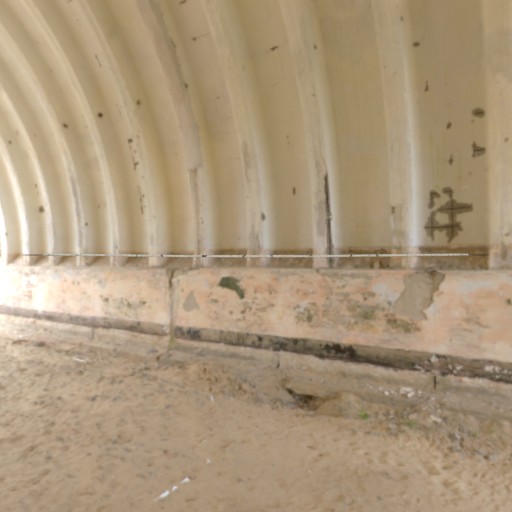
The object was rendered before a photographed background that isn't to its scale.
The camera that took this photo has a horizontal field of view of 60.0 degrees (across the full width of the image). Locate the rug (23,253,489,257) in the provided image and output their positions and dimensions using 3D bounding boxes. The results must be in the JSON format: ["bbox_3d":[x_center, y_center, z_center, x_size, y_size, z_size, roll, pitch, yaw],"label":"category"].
[{"bbox_3d":[0.000,0.000,4.216,3.221,0.026,2.342,0,0,0],"label":"rug"}]
